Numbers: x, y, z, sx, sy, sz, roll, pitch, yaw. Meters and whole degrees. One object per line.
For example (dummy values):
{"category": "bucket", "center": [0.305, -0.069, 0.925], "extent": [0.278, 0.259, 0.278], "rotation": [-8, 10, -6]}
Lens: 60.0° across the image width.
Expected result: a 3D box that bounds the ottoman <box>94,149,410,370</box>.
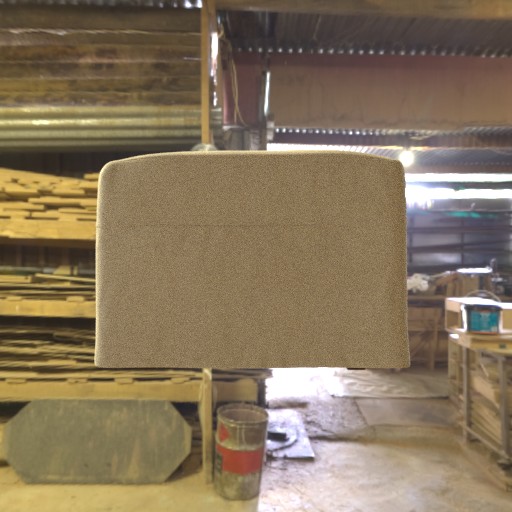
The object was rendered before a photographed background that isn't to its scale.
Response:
{"category": "ottoman", "center": [0.000, 0.000, 1.209], "extent": [0.590, 0.444, 0.872], "rotation": [0, 0, 1]}
